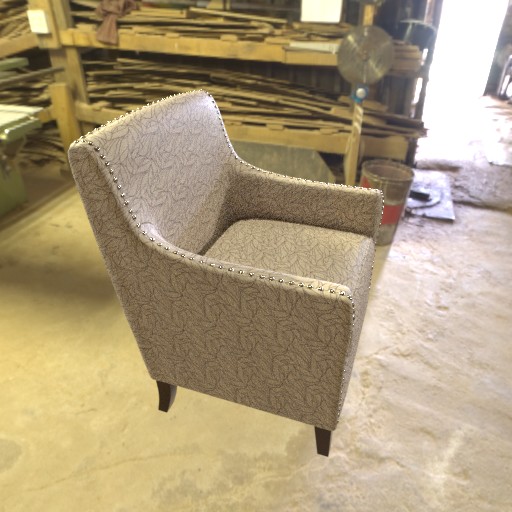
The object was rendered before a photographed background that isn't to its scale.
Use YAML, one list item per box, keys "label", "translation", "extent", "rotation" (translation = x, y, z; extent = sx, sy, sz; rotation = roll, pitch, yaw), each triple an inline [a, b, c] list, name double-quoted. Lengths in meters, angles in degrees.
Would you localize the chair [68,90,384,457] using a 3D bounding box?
- label: "chair"
  translation: [0.000, 0.000, 1.296]
  extent: [0.651, 0.816, 0.623]
  rotation: [11, 33, 17]
